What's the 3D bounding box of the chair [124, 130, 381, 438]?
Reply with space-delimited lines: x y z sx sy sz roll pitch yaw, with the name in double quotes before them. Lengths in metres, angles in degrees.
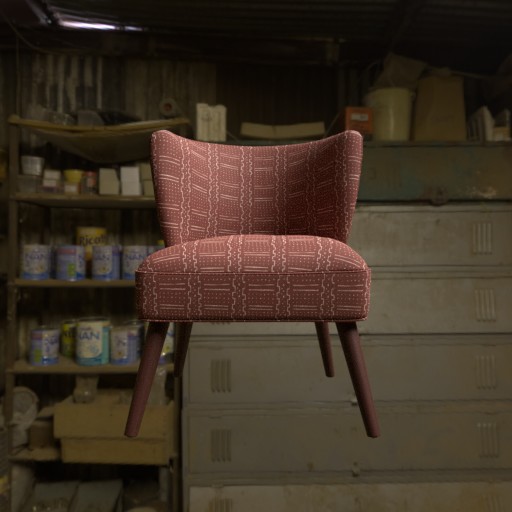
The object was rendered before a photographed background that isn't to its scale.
"chair" 0.000 0.000 1.418 0.706 0.866 0.758 0 0 0
